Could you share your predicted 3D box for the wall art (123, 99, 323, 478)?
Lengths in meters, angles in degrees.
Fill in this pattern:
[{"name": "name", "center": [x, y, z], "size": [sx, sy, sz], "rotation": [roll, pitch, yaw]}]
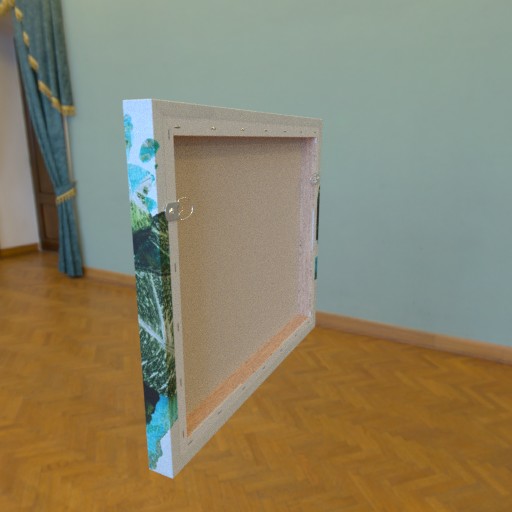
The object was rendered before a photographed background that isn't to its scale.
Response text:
[{"name": "wall art", "center": [0.000, 0.000, 0.706], "size": [0.041, 0.435, 0.507], "rotation": [7, 16, 26]}]
